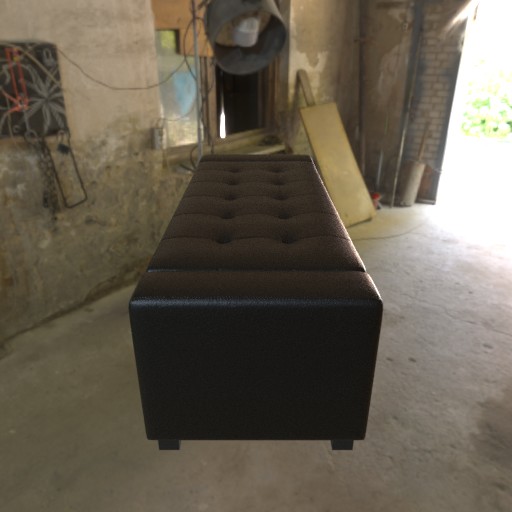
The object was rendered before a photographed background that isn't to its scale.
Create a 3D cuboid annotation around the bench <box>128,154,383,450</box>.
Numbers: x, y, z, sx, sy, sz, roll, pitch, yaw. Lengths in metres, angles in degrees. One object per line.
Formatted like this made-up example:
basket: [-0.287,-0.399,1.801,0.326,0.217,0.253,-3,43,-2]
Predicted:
bench: [0.000,0.000,1.525,0.508,0.445,1.296,0,25,0]
